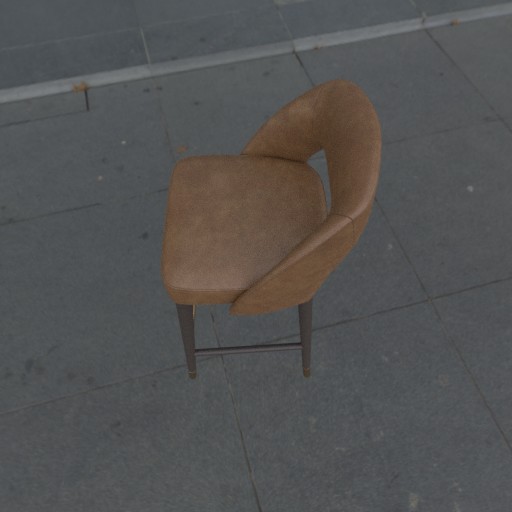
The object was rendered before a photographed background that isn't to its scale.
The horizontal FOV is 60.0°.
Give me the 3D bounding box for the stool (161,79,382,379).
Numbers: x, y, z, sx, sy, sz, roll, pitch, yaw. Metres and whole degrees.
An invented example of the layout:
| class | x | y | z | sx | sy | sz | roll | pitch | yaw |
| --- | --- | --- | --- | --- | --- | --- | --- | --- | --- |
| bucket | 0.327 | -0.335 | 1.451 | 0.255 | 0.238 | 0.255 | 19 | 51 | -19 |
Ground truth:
| class | x | y | z | sx | sy | sz | roll | pitch | yaw |
| --- | --- | --- | --- | --- | --- | --- | --- | --- | --- |
| stool | 0.000 | 0.000 | 1.342 | 0.509 | 1.037 | 0.494 | -1 | 59 | 0 |
